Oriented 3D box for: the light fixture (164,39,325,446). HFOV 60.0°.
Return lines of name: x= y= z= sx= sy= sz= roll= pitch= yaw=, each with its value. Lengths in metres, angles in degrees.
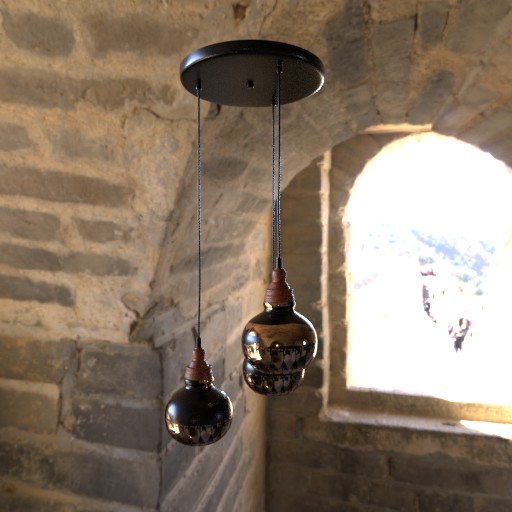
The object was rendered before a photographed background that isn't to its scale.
light fixture: x=0.000 y=0.000 z=1.703 sx=0.608 sy=1.410 sz=0.605 roll=0 pitch=0 yaw=-35
